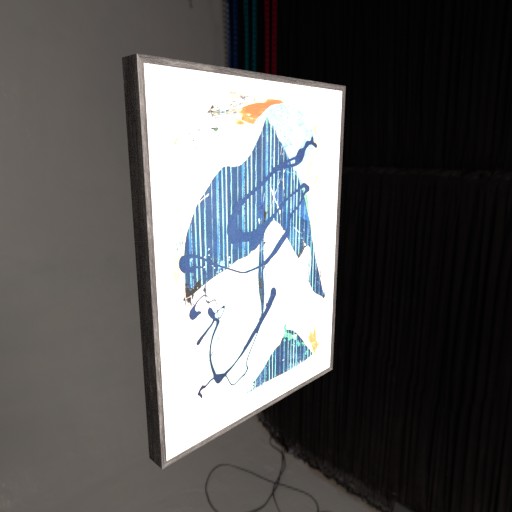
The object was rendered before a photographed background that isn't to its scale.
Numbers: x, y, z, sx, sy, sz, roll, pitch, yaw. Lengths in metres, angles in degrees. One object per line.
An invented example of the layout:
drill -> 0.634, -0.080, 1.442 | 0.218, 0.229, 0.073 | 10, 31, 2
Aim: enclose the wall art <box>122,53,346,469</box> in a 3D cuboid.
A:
wall art -> 0.000, 0.000, 1.328 | 0.762, 1.016, 0.063 | -14, 20, -43
